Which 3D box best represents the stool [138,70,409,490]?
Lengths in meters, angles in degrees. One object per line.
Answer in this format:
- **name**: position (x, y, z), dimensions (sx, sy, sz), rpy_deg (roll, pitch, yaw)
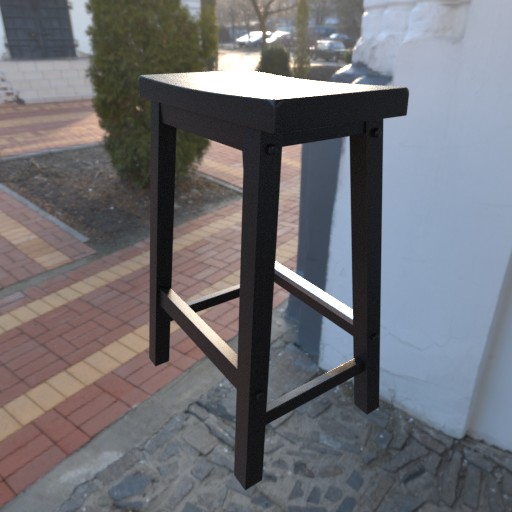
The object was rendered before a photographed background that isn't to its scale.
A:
- **stool**: position (0.000, 0.000, 0.825), dimensions (0.322, 0.610, 0.406), rpy_deg (-17, 31, -30)
